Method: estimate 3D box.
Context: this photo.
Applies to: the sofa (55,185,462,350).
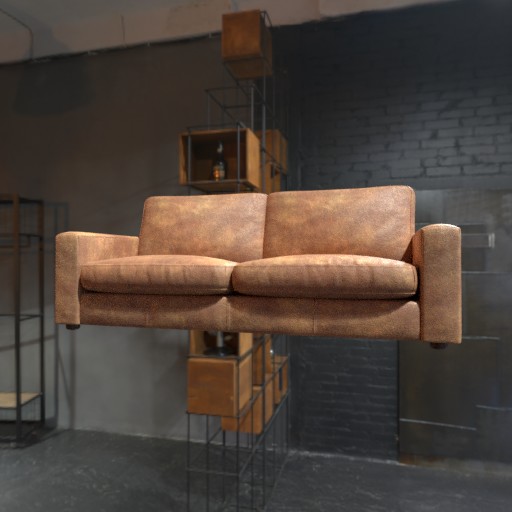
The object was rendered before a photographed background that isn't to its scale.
[{"bbox_3d":[0.000,0.000,2.717,2.179,0.873,1.016,0,0,16],"label":"sofa"}]
